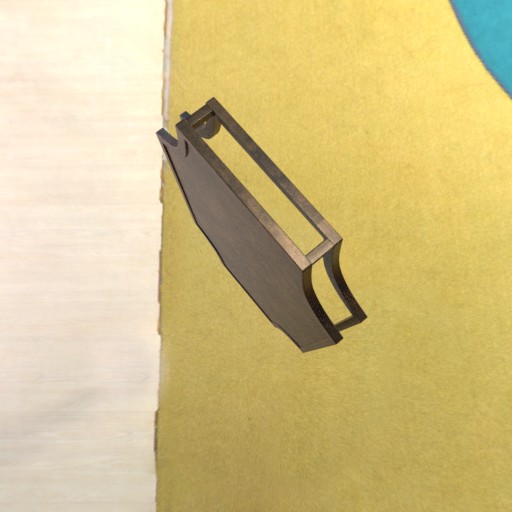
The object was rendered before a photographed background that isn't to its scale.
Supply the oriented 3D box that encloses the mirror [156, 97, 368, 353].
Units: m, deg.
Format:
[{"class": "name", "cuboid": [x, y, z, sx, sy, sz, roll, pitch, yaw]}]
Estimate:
[{"class": "mirror", "cuboid": [0.000, 0.000, 0.957, 0.066, 0.811, 0.462, -39, 79, -9]}]
